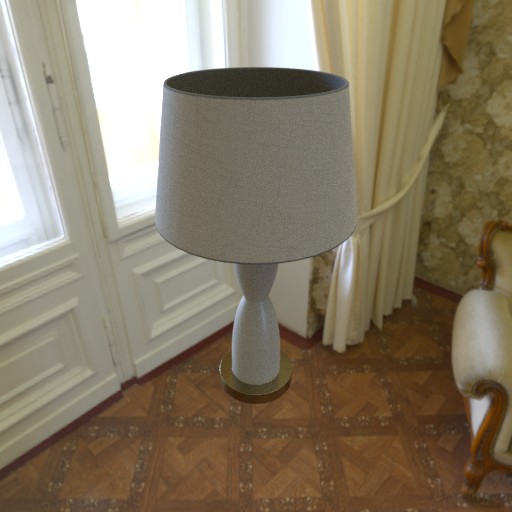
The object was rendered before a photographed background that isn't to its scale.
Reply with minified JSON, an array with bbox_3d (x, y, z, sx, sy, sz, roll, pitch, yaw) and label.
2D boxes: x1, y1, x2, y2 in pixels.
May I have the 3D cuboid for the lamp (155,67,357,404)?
[{"bbox_3d":[0.000,0.000,0.729,0.309,0.545,0.309,0,30,0],"label":"lamp"}]
